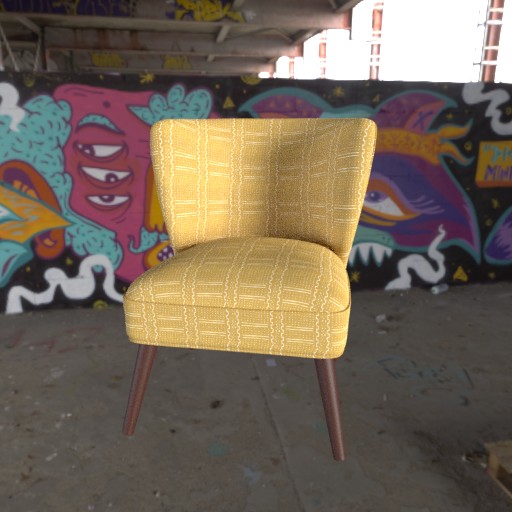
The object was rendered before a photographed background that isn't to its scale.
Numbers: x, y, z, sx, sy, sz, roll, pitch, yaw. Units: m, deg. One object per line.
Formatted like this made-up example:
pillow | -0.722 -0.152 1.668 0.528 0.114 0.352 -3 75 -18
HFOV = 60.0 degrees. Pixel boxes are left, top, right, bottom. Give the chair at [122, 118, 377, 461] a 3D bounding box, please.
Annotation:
chair | 0.000 0.000 1.416 0.706 0.866 0.758 3 15 10
